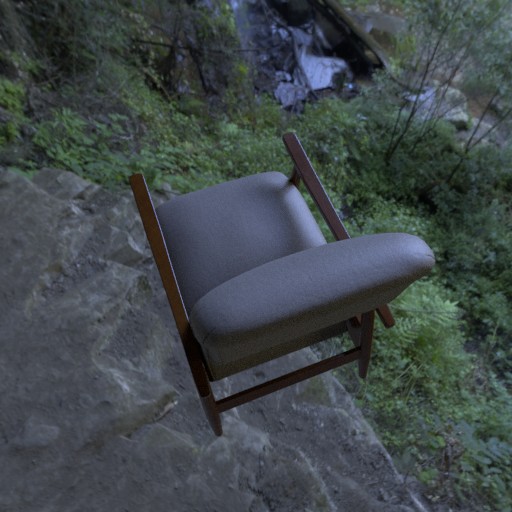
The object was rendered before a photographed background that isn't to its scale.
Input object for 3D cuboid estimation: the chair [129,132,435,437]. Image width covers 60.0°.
[{"bbox_3d":[0.000,0.000,1.756,0.762,1.082,1.032,-18,59,-11],"label":"chair"}]
